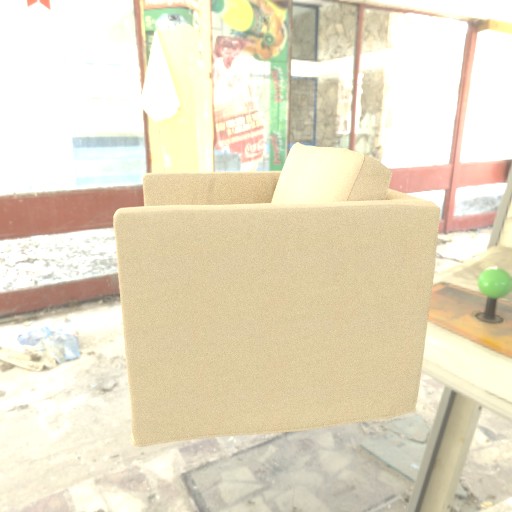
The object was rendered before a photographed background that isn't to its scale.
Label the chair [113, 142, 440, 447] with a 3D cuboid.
[{"bbox_3d":[0.000,0.000,1.760,0.947,0.851,1.057,-3,17,-9],"label":"chair"}]
